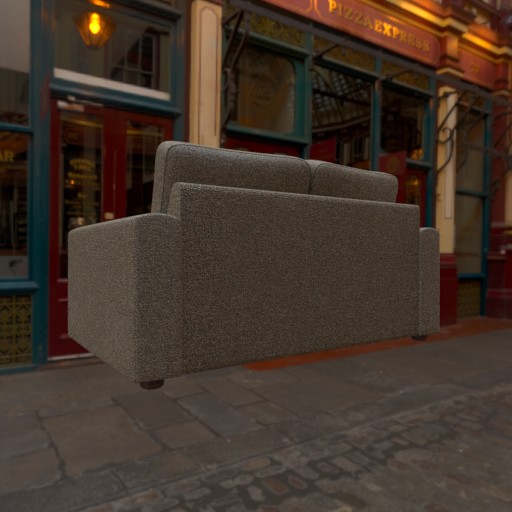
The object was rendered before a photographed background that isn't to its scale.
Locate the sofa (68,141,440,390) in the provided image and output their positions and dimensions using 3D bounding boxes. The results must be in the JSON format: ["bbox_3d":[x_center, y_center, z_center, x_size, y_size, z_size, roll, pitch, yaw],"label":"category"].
[{"bbox_3d":[0.000,0.000,2.247,1.616,0.873,1.016,0,0,-34],"label":"sofa"}]
